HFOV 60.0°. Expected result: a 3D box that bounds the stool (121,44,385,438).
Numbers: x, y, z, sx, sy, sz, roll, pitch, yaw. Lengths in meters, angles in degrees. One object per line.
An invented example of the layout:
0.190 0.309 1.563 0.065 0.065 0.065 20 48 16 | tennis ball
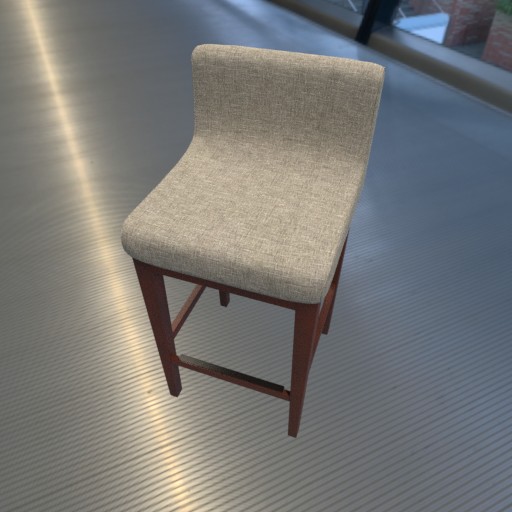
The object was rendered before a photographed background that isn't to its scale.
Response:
0.000 0.000 1.078 0.417 0.835 0.459 14 44 15 | stool
